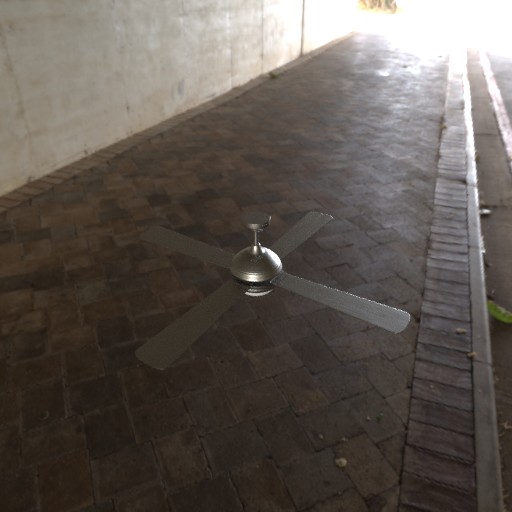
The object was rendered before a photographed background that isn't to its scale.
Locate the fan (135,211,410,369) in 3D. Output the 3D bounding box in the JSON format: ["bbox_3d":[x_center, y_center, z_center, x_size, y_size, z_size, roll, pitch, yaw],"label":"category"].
[{"bbox_3d":[0.000,0.000,1.977,1.321,0.381,1.321,-21,37,-30],"label":"fan"}]
